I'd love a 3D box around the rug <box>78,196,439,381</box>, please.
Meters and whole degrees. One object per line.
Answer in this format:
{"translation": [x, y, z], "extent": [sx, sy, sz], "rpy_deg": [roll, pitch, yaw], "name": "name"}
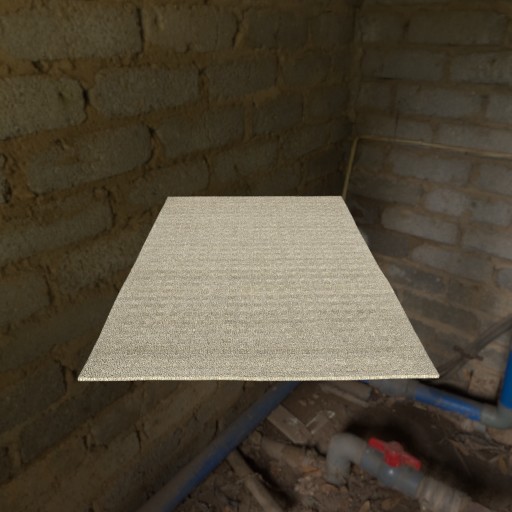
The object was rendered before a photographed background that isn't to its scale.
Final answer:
{"translation": [0.000, 0.000, 2.885], "extent": [1.532, 0.018, 2.297], "rpy_deg": [0, 27, -1], "name": "rug"}
